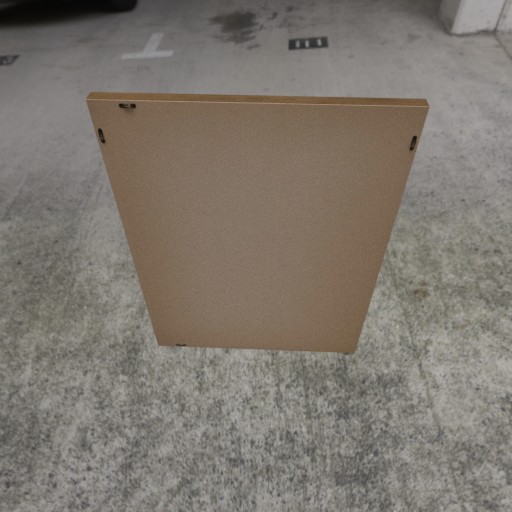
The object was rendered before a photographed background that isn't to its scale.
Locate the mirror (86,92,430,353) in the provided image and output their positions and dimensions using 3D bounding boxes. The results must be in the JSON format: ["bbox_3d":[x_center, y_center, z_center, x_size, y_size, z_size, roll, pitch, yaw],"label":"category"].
[{"bbox_3d":[0.000,0.000,1.359,0.762,1.016,0.041,2,46,2],"label":"mirror"}]
